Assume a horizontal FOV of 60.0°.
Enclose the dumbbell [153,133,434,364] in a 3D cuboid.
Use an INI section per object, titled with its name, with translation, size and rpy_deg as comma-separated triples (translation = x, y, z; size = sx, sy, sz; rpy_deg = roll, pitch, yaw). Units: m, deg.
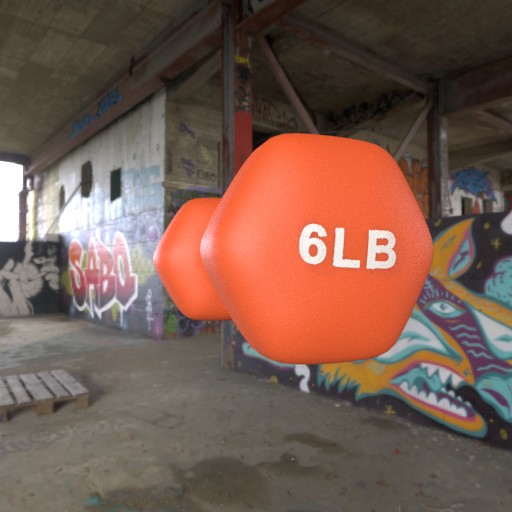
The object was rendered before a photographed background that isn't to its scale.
[dumbbell]
translation = 0.000, 0.000, 0.204
size = 0.079, 0.071, 0.162
rpy_deg = 1, -2, -19
